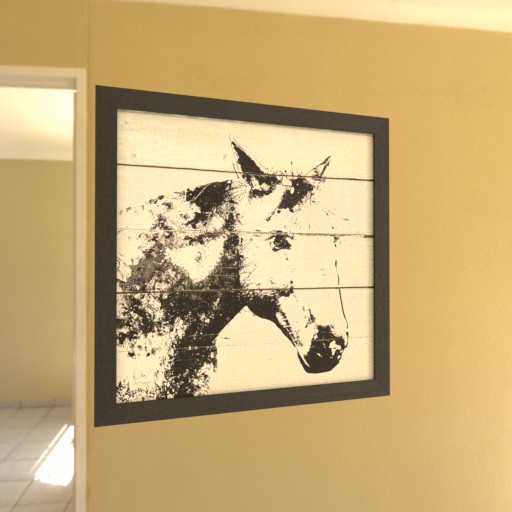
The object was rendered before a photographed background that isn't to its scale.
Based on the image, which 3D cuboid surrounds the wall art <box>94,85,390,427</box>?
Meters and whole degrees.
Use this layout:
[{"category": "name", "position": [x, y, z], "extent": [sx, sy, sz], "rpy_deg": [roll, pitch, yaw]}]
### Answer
[{"category": "wall art", "position": [0.000, 0.000, 1.487], "extent": [1.016, 1.016, 0.038], "rpy_deg": [0, -1, -18]}]
